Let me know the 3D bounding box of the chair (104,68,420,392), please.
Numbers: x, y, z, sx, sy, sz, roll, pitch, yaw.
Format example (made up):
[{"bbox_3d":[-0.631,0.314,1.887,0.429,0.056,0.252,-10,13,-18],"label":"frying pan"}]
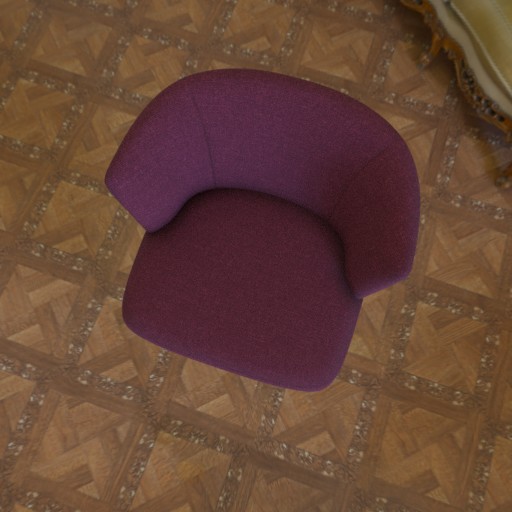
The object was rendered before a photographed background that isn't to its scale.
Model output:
[{"bbox_3d":[0.000,0.000,1.277,0.700,0.760,0.660,17,74,5],"label":"chair"}]
